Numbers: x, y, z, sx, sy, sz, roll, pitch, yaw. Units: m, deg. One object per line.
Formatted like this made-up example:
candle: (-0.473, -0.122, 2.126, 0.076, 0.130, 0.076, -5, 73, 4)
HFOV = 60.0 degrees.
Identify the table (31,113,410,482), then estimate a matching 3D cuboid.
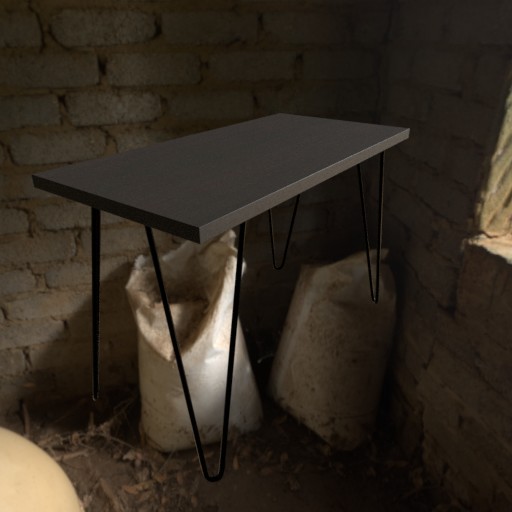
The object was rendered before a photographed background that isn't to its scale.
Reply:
table: (0.000, 0.000, 1.348, 0.499, 0.660, 0.991, 18, 32, 32)
